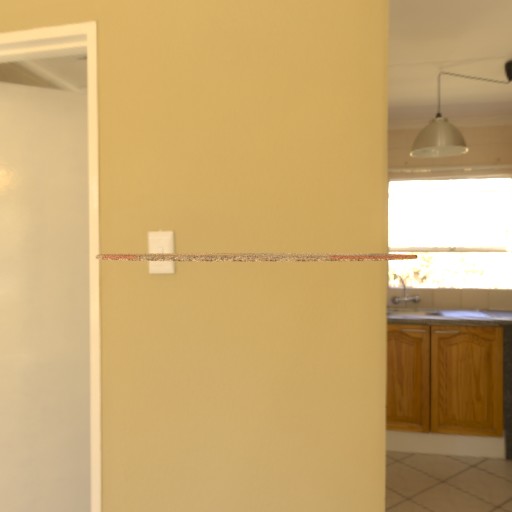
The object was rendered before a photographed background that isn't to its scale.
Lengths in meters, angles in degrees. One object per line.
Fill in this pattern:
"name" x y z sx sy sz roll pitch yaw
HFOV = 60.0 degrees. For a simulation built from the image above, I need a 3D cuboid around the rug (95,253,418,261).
"rug" 0.000 0.000 3.590 2.461 0.033 2.461 0 1 0
